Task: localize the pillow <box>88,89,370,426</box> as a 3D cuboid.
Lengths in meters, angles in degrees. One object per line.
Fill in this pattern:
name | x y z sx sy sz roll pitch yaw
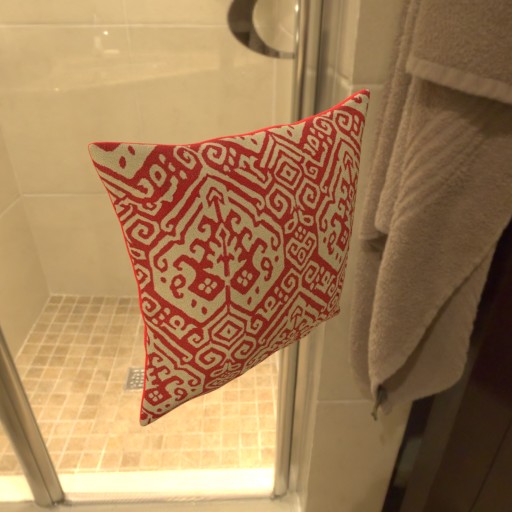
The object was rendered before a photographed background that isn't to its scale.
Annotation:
pillow | 0.000 0.000 0.789 0.522 0.507 0.192 -23 38 -33
